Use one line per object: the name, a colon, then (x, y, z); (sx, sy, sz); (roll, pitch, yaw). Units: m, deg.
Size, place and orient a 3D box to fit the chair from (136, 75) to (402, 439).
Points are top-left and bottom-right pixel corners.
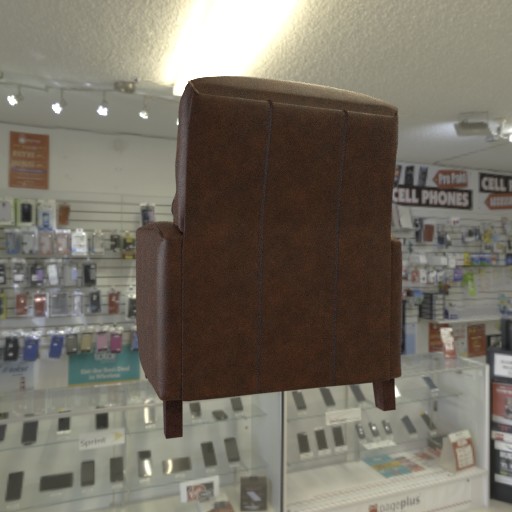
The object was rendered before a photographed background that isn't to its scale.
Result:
chair: (0.000, 0.000, 1.647); (0.839, 1.010, 0.850); (0, 0, -19)
